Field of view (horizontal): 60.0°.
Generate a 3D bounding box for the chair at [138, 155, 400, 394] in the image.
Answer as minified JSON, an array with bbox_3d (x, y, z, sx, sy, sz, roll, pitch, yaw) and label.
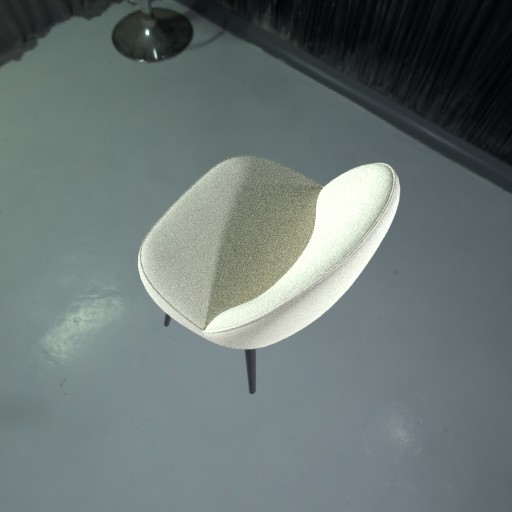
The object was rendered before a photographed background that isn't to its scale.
[{"bbox_3d":[0.000,0.000,1.186,0.540,0.838,0.532,34,68,16],"label":"chair"}]
